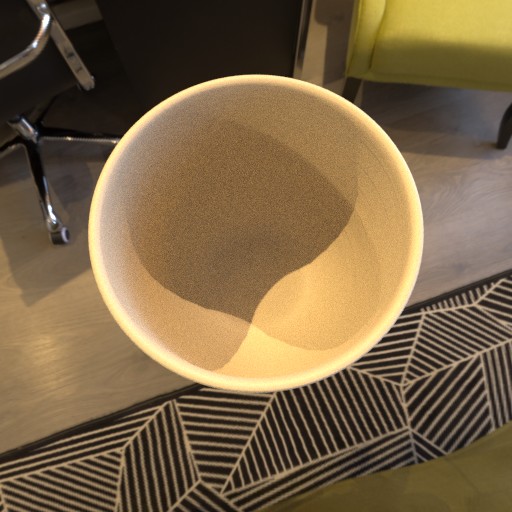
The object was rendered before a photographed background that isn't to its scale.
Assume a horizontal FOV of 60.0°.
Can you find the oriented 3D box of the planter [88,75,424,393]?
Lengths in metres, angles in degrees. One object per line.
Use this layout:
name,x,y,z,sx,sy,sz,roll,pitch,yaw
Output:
planter,0.000,0.000,0.215,0.124,0.109,0.124,0,75,0
